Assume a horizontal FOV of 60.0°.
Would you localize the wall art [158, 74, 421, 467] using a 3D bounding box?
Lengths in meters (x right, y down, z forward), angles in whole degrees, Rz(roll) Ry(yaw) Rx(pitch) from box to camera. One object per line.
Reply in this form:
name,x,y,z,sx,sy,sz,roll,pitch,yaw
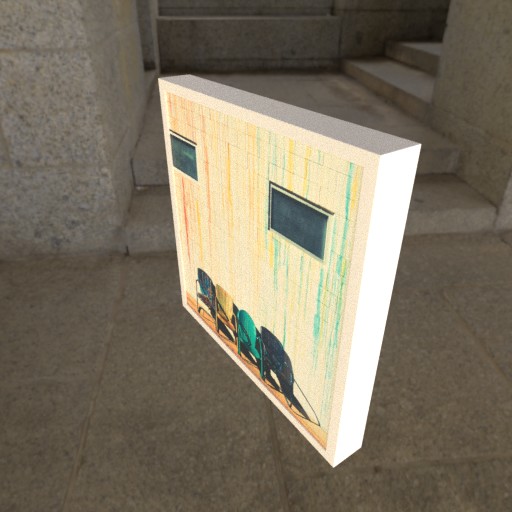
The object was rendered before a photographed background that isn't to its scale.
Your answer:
wall art,0.000,0.000,0.454,0.038,0.305,0.305,-21,37,-30
